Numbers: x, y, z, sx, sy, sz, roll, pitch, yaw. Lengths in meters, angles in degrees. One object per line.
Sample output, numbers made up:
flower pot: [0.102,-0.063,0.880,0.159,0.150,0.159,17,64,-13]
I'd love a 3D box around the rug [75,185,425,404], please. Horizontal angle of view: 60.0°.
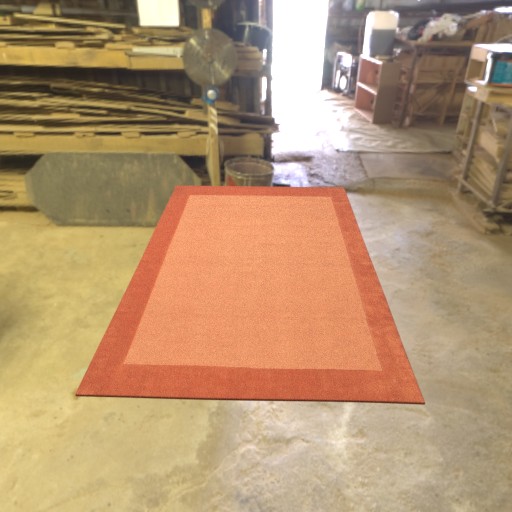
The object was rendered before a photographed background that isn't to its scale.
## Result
rug: [0.000,0.000,2.968,1.524,0.014,2.438,1,31,1]
